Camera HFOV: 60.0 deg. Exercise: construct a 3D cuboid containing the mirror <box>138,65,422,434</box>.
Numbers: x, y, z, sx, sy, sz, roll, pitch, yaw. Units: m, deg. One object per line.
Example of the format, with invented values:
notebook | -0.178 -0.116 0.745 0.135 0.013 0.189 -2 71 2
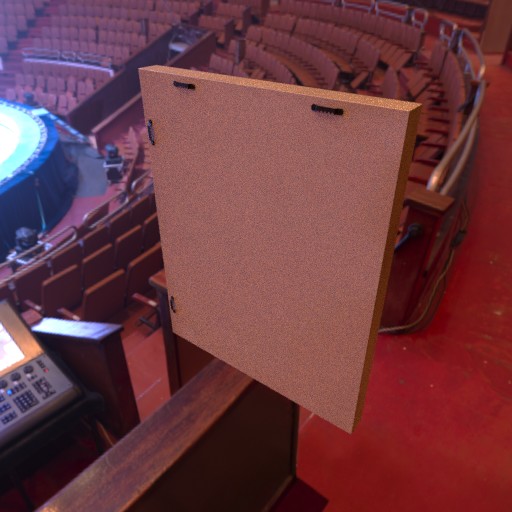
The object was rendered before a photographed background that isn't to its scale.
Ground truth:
mirror | 0.000 0.000 0.688 0.406 0.509 0.041 22 38 30
